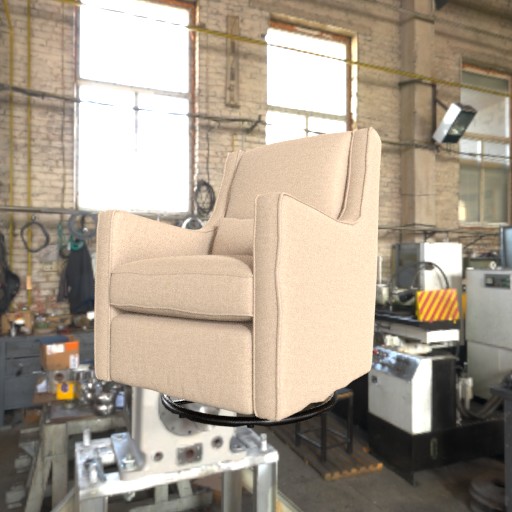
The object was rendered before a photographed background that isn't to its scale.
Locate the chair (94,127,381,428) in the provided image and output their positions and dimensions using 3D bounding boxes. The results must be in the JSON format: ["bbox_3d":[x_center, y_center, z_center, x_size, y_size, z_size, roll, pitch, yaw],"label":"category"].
[{"bbox_3d":[0.000,0.000,1.603,0.732,0.993,0.879,-1,-1,35],"label":"chair"}]
